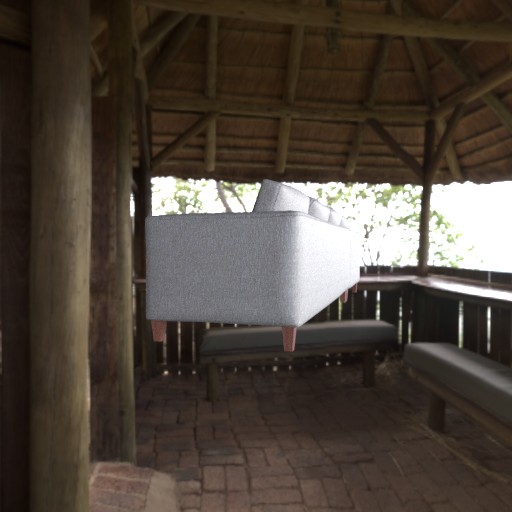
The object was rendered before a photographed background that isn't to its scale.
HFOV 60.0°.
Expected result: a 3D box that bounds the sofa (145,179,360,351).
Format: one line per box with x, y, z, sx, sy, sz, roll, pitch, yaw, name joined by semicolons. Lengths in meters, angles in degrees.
0.000;0.000;3.850;1.502;0.876;3.201;0;1;18;sofa
